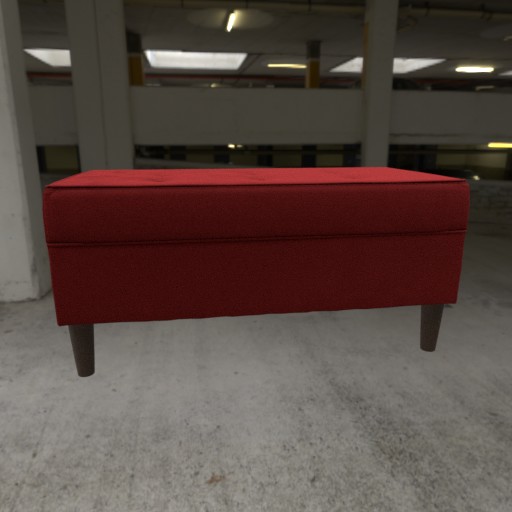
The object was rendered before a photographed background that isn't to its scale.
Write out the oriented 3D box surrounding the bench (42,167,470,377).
[{"bbox_3d":[0.000,0.000,1.290,1.016,0.471,0.492,-2,15,-8],"label":"bench"}]
